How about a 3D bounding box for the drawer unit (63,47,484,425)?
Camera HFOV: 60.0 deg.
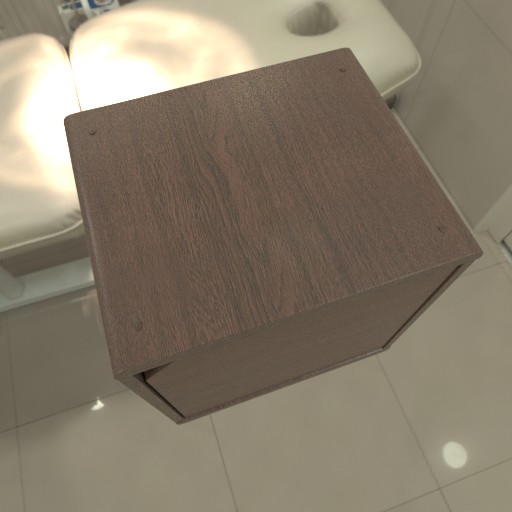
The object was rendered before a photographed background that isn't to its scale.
[{"bbox_3d":[0.000,0.000,0.589,0.344,0.344,0.290,-17,64,-9],"label":"drawer unit"}]
